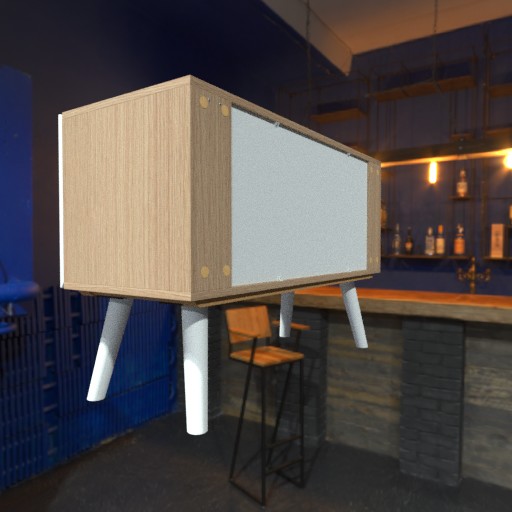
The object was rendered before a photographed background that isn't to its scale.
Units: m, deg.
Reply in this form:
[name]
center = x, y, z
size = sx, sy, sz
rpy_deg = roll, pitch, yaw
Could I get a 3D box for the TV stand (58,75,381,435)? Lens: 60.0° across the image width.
[TV stand]
center = 0.000, 0.000, 1.306
size = 0.407, 0.660, 0.991
rpy_deg = 1, 2, 35
